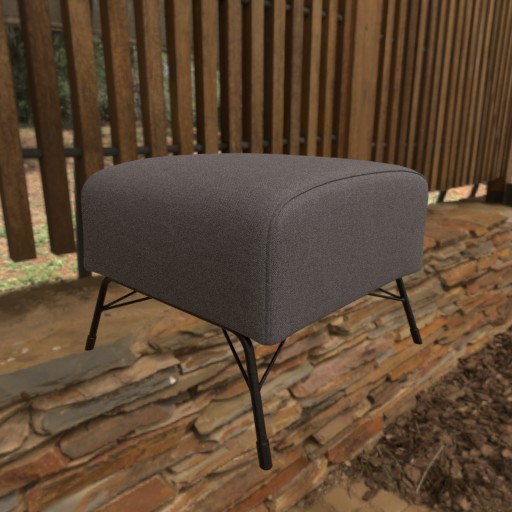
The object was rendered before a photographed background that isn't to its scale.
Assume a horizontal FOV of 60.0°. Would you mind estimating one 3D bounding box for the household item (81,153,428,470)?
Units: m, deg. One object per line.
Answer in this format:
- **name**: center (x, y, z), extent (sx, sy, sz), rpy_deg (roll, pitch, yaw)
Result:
- **household item**: center (0.000, 0.000, 0.918), extent (0.530, 0.410, 0.530), rpy_deg (14, 21, 41)
